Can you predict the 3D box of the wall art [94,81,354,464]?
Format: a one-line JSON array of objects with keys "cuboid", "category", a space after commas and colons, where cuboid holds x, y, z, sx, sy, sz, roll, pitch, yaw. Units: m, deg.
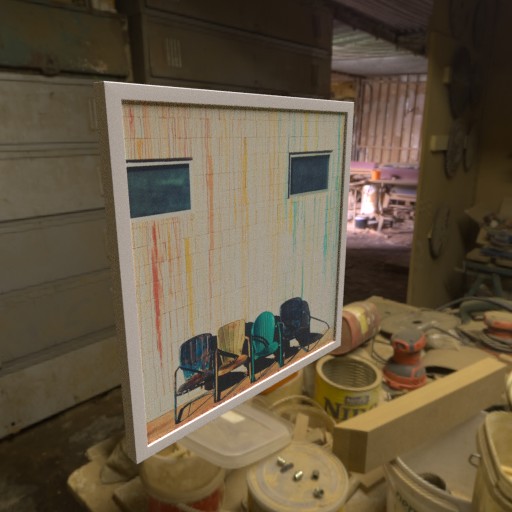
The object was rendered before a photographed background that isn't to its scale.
[{"cuboid": [0.000, 0.000, 1.111, 0.036, 0.760, 0.760, 15, 21, 42], "category": "wall art"}]
